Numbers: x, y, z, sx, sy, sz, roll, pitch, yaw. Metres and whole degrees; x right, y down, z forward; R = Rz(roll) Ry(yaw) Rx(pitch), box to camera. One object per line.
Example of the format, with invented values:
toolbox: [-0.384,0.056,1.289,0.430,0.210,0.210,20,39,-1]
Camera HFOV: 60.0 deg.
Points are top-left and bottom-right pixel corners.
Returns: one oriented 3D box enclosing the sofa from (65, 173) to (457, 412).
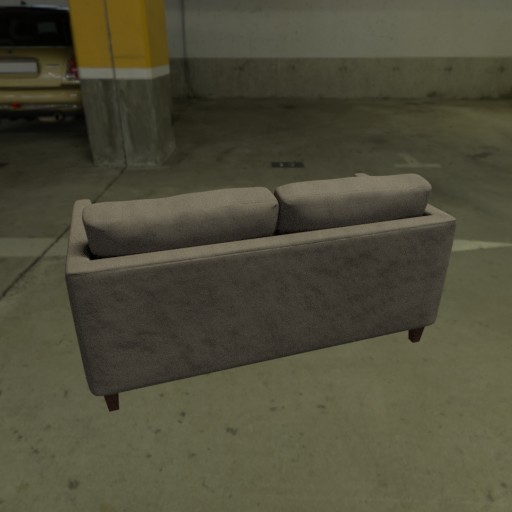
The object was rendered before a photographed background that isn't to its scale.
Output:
sofa: [0.000,0.000,2.484,1.884,0.963,0.950,-8,27,-16]
